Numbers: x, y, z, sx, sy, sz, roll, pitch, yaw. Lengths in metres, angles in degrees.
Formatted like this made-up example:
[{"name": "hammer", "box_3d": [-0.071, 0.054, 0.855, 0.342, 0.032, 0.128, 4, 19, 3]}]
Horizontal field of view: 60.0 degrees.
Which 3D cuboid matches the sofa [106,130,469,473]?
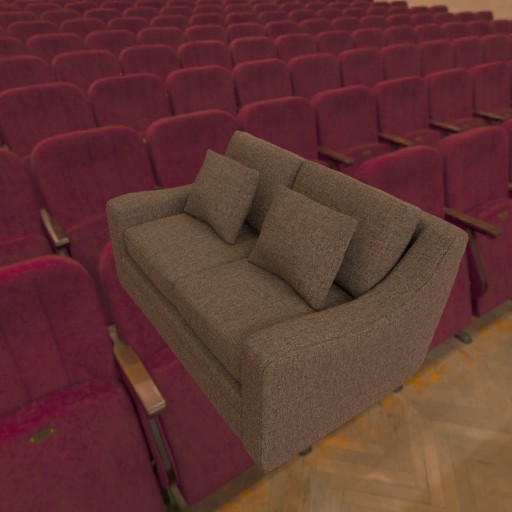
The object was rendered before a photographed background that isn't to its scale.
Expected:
[{"name": "sofa", "box_3d": [0.000, 0.000, 2.459, 1.120, 0.991, 1.778, -20, 37, -29]}]
